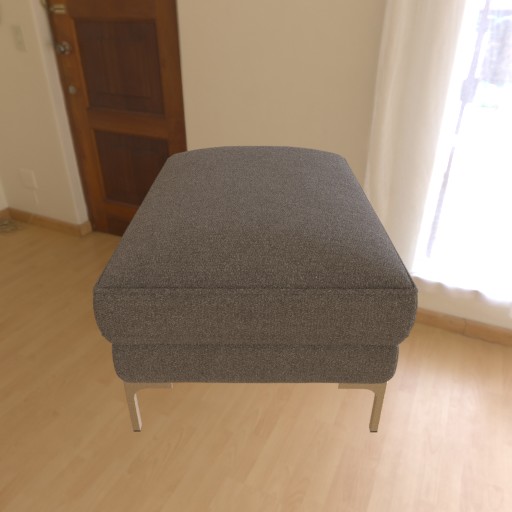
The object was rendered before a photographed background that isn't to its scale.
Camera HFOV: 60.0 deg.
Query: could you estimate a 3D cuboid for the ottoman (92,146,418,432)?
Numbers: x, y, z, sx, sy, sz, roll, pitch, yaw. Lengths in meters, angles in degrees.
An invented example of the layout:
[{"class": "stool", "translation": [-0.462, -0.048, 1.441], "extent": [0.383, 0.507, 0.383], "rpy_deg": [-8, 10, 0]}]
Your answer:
[{"class": "ottoman", "translation": [0.000, 0.000, 1.183], "extent": [0.583, 0.464, 0.785], "rpy_deg": [0, 30, 0]}]
